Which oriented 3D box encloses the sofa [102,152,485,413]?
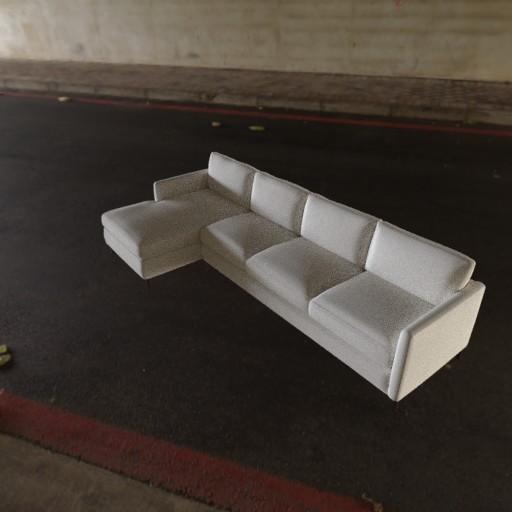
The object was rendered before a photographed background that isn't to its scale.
[{"bbox_3d":[0.000,0.000,3.729,1.467,0.875,3.186,-22,37,-33],"label":"sofa"}]
